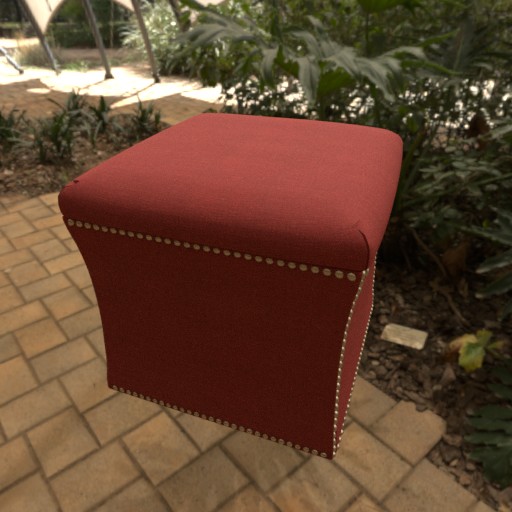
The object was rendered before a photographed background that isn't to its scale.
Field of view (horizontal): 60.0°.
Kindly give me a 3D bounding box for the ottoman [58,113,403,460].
[{"bbox_3d":[0.000,0.000,0.901,0.497,0.475,0.507,11,33,18],"label":"ottoman"}]
